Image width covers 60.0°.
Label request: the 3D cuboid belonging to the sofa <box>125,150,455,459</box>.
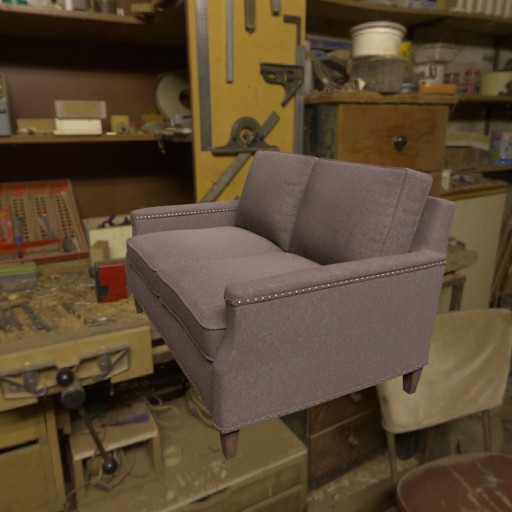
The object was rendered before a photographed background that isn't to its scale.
[{"bbox_3d":[0.000,0.000,2.301,1.084,1.003,1.597,-8,19,-26],"label":"sofa"}]
